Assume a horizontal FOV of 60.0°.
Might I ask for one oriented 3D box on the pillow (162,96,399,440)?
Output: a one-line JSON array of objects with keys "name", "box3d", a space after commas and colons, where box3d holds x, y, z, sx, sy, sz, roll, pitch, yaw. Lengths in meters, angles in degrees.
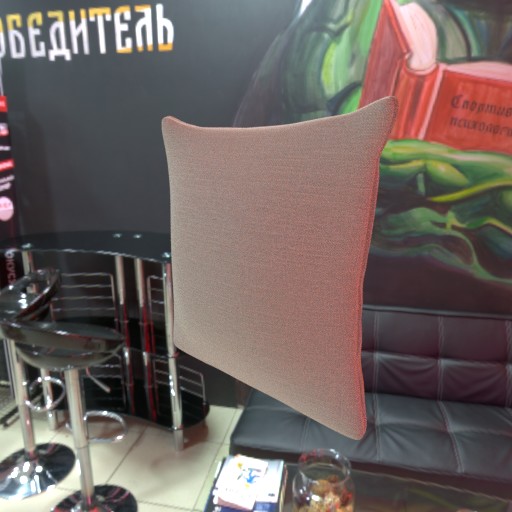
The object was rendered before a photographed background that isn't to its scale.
[{"name": "pillow", "box3d": [0.000, 0.000, 0.703, 0.451, 0.449, 0.191, 13, 19, 43]}]
